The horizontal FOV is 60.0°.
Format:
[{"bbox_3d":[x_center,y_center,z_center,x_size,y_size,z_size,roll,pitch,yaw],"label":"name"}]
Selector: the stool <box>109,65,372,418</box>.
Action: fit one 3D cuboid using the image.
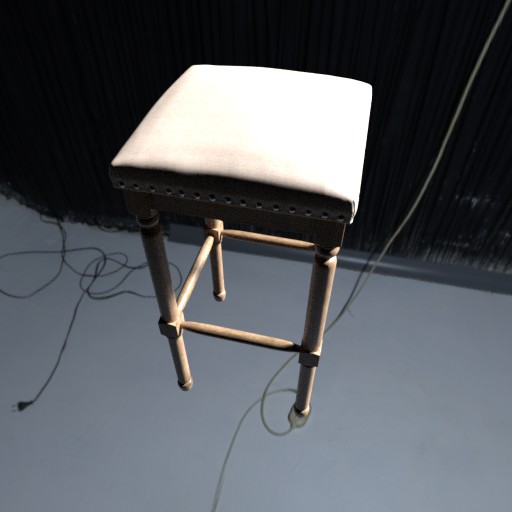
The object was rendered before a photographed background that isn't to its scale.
[{"bbox_3d":[0.000,0.000,1.009,0.382,0.768,0.383,10,46,9],"label":"stool"}]
